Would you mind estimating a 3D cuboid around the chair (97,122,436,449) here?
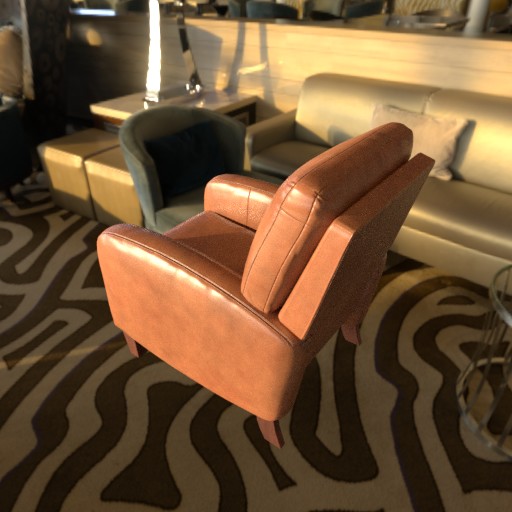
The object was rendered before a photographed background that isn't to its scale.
[{"bbox_3d":[0.000,0.000,1.665,0.990,0.990,0.762,22,38,30],"label":"chair"}]
